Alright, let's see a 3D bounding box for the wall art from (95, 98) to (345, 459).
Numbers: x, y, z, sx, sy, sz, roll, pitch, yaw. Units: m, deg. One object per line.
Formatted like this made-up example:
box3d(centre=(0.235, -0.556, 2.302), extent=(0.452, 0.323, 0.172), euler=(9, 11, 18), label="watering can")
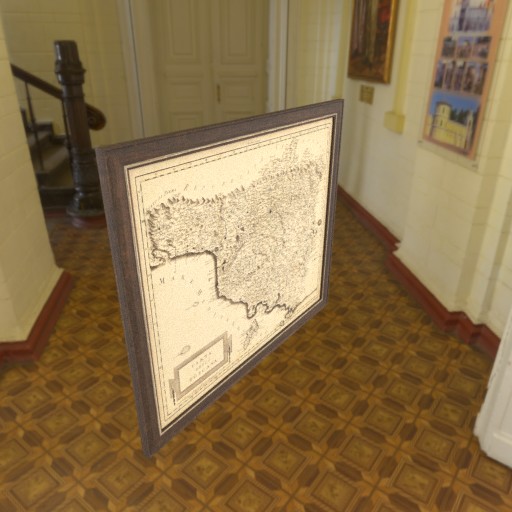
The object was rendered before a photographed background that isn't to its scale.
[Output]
box3d(centre=(0.000, 0.000, 1.440), extent=(0.023, 0.875, 1.033), euler=(18, 31, 33), label="wall art")
